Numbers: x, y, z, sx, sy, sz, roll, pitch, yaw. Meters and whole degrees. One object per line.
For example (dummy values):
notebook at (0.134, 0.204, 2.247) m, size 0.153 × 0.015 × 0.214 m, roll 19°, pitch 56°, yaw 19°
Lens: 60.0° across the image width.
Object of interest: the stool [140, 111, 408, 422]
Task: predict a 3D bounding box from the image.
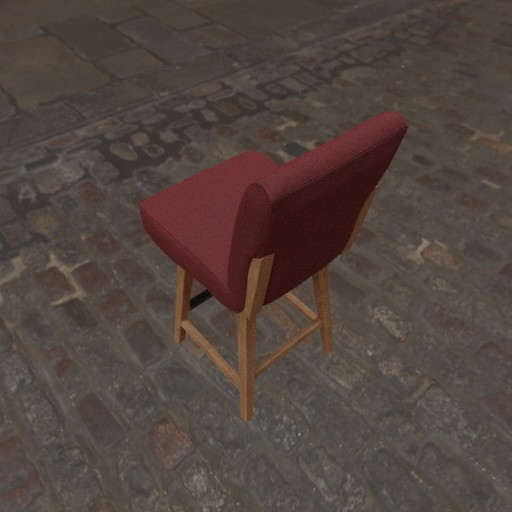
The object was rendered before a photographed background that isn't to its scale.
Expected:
stool at (0.000, 0.000, 1.368) m, size 0.468 × 1.038 × 0.562 m, roll -32°, pitch 54°, yaw -27°
